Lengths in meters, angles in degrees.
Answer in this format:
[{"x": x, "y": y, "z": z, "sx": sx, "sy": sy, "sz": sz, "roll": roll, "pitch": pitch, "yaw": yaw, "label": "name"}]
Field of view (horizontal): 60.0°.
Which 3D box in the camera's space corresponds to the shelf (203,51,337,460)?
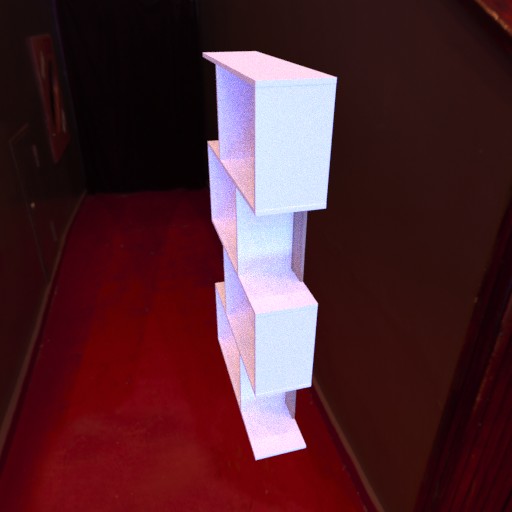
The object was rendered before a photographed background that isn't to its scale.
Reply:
[{"x": 0.000, "y": 0.000, "z": 2.050, "sx": 0.250, "sy": 1.650, "sz": 0.890, "roll": -8, "pitch": 30, "yaw": -13, "label": "shelf"}]
